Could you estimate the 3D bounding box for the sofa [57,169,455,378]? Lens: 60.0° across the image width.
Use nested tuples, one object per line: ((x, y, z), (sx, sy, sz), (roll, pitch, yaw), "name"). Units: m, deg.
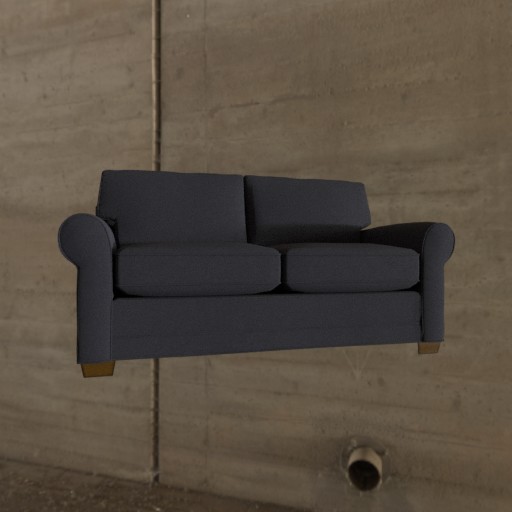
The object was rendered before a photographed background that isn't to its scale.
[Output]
((0.000, 0.000, 2.523), (2.009, 1.031, 0.951), (0, 0, -16), "sofa")
